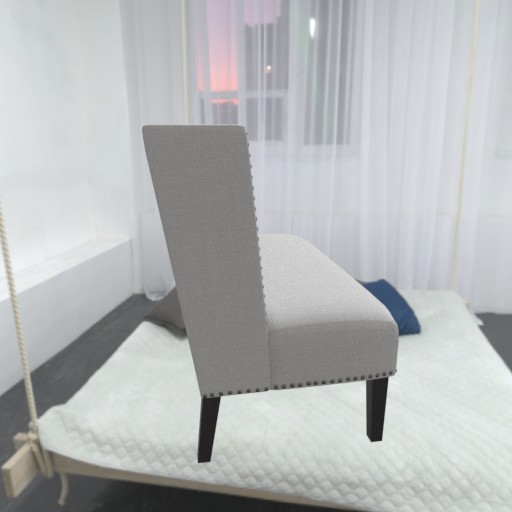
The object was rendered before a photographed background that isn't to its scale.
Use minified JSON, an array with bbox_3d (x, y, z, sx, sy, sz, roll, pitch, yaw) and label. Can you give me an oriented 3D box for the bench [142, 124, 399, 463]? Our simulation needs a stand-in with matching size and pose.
[{"bbox_3d":[0.000,0.000,2.006,0.847,1.123,1.280,-3,16,-9],"label":"bench"}]
